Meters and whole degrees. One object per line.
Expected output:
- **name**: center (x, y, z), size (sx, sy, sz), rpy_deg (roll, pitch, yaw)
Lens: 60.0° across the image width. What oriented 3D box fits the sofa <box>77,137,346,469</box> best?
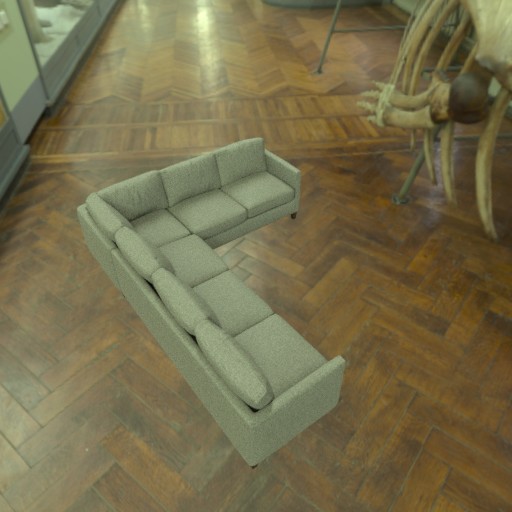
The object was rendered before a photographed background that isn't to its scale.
- **sofa**: center (0.000, 0.000, 4.667), size (2.593, 0.947, 3.302), rpy_deg (-26, 47, -27)
